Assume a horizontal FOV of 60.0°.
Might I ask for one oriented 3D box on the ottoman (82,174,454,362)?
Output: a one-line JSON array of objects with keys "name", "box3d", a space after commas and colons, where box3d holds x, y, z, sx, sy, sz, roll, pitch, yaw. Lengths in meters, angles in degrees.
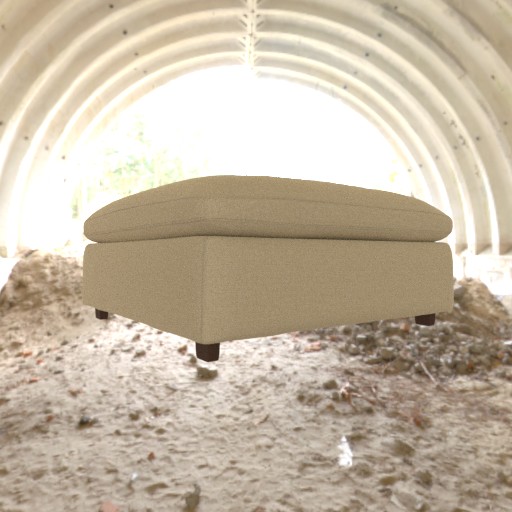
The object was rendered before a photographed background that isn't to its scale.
[{"name": "ottoman", "box3d": [0.000, 0.000, 1.573, 0.977, 0.467, 0.996, 0, 0, -36]}]
